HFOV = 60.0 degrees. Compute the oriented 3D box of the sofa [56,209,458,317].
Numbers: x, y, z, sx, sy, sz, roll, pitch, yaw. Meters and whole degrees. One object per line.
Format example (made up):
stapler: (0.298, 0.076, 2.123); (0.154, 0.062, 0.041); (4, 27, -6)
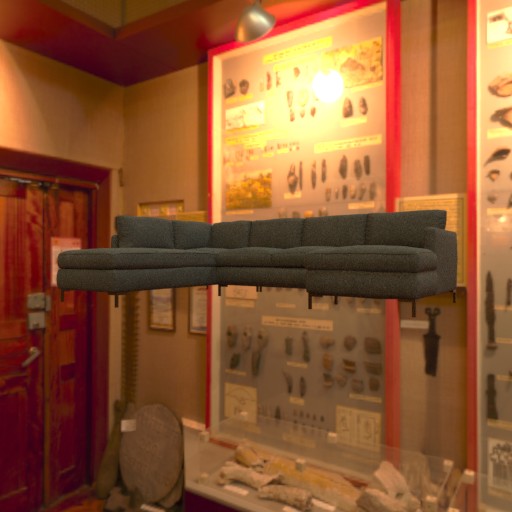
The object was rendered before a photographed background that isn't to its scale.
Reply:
sofa: (0.000, 0.000, 3.880); (2.956, 0.813, 2.007); (0, 0, 35)
